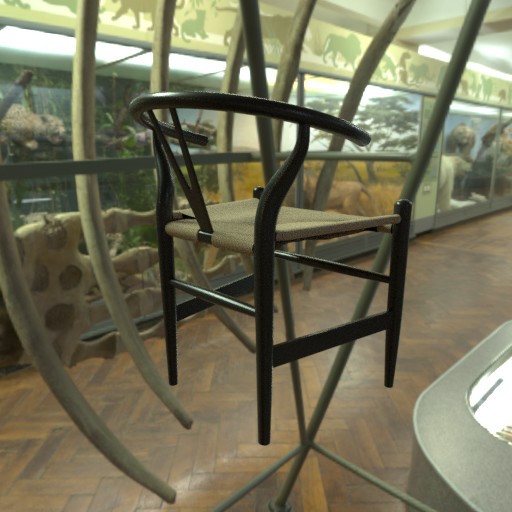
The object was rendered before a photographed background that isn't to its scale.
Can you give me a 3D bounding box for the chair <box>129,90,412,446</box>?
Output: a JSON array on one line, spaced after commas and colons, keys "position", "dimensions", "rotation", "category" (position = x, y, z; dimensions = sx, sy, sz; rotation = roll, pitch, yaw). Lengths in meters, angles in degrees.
[{"position": [0.000, 0.000, 1.121], "dimensions": [0.570, 0.739, 0.570], "rotation": [-13, 19, -43], "category": "chair"}]
